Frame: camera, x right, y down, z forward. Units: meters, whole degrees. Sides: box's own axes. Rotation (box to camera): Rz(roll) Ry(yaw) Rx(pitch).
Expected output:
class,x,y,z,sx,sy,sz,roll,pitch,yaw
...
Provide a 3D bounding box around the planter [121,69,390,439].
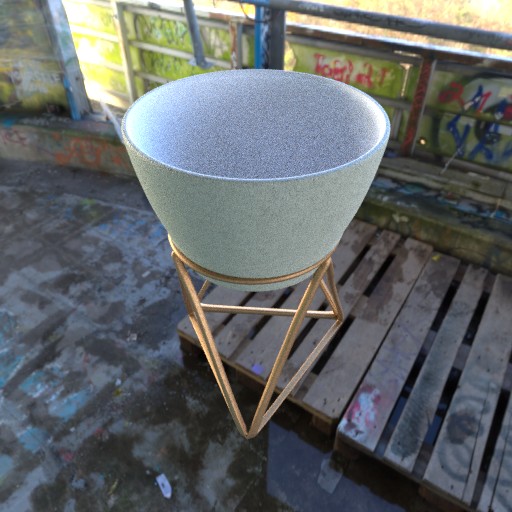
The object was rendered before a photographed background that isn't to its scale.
class,x,y,z,sx,sy,sz,roll,pitch,yaw
planter,0.000,0.000,0.754,0.350,0.504,0.350,25,47,26
